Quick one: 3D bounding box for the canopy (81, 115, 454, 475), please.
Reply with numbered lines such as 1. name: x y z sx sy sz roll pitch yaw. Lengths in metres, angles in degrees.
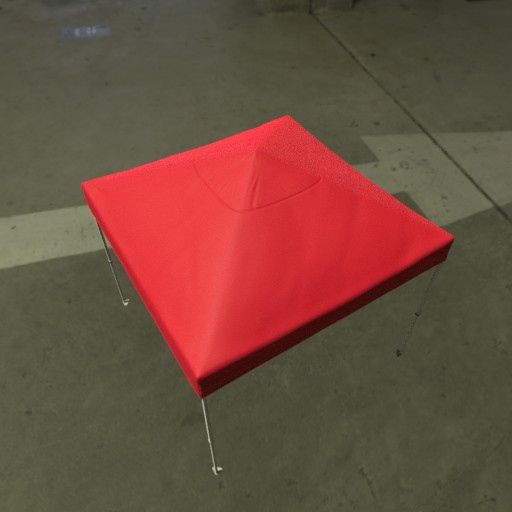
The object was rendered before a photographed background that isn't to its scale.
1. canopy: 0.000 0.000 5.408 2.996 2.997 2.998 -25 51 -22
